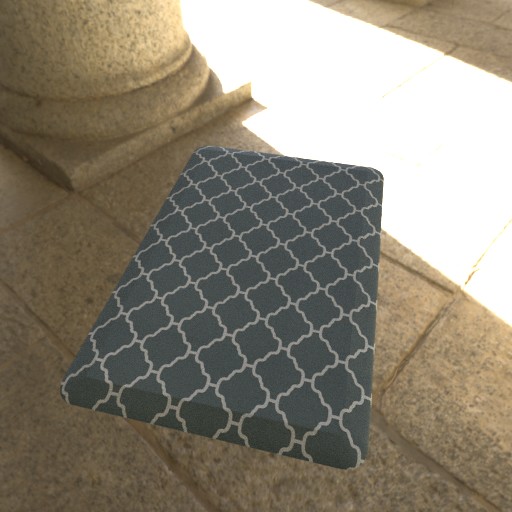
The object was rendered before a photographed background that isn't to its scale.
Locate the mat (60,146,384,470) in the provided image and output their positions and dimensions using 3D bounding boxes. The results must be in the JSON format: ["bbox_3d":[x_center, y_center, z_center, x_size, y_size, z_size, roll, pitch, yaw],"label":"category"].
[{"bbox_3d":[0.000,0.000,0.929,0.508,0.021,0.762,10,48,9],"label":"mat"}]
